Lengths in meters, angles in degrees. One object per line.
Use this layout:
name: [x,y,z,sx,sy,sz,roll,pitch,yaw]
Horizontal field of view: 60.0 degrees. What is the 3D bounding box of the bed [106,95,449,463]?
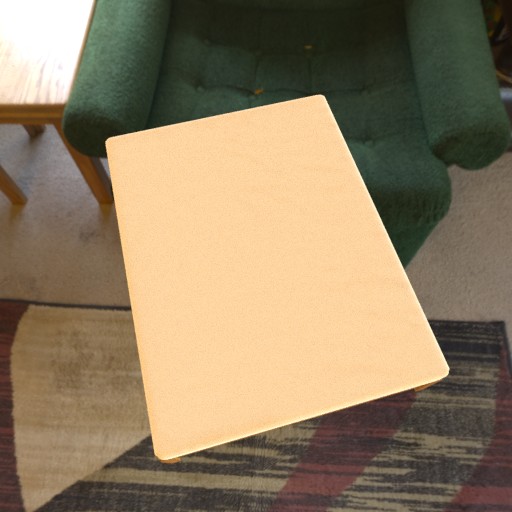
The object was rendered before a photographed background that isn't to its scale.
bed: [0.000,0.000,2.773,1.536,0.431,2.016,-14,65,-7]
